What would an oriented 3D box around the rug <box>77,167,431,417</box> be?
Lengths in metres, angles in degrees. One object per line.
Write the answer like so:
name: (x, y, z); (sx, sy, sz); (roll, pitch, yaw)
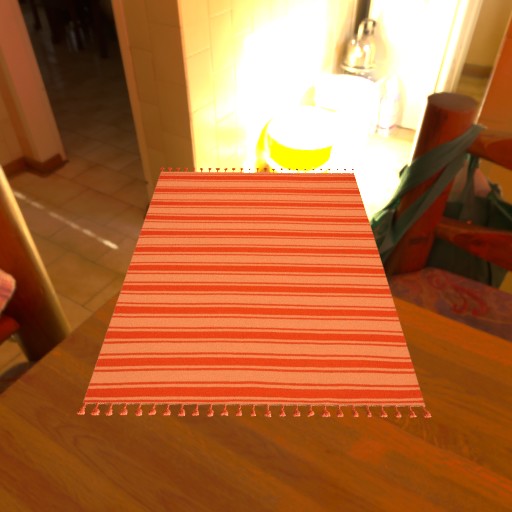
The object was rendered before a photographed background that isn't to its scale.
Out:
rug: (0.000, 0.000, 4.327); (2.451, 0.035, 3.369); (0, 41, 0)
